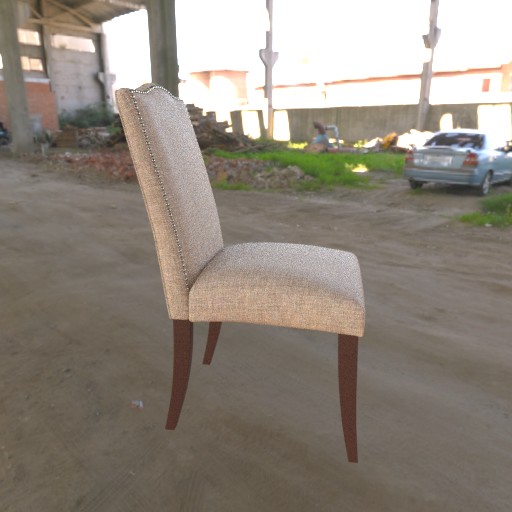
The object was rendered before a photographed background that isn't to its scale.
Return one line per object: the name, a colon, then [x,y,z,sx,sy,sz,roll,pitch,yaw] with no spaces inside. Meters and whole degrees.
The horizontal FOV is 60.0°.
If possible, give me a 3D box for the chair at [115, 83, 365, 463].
chair: [0.000,0.000,1.379,0.660,1.016,0.513,3,16,10]
